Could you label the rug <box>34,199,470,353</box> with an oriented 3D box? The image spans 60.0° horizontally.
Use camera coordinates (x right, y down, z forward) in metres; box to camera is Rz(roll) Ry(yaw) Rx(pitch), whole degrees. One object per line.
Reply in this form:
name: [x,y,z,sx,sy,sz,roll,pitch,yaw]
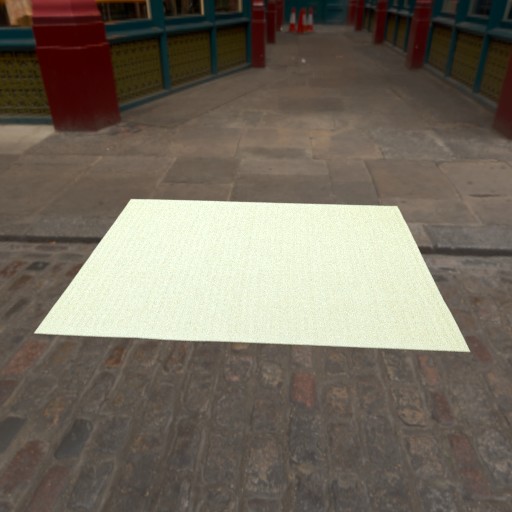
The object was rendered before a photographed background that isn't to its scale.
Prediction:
rug: [0.000,0.000,4.271,3.204,0.016,2.452,2,31,3]
